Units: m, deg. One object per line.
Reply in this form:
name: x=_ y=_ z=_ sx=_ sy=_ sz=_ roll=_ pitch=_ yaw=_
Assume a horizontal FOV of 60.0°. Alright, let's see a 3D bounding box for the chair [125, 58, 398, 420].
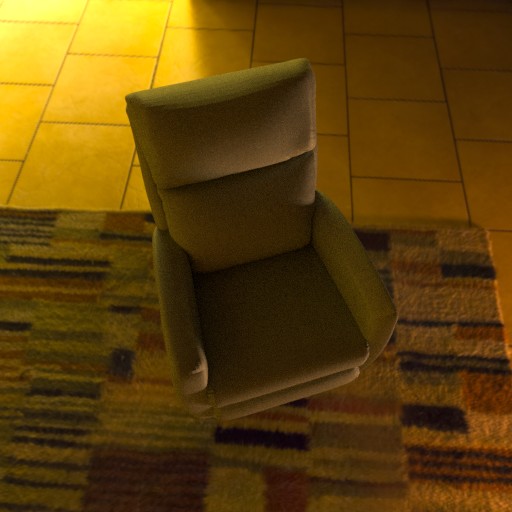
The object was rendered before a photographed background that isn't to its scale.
chair: x=0.000 y=0.000 z=1.634 sx=0.794 sy=1.016 sz=0.940 roll=-15 pitch=63 yaw=-8
